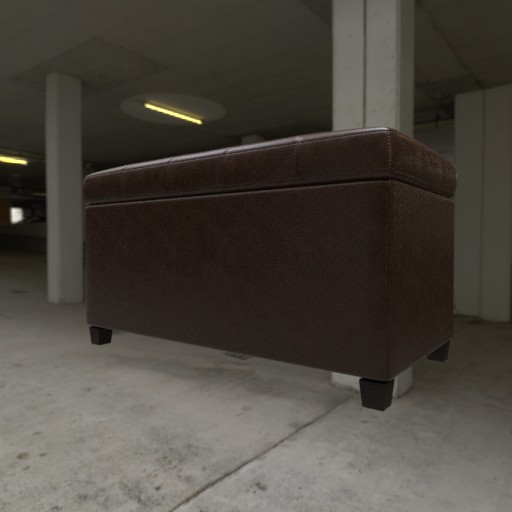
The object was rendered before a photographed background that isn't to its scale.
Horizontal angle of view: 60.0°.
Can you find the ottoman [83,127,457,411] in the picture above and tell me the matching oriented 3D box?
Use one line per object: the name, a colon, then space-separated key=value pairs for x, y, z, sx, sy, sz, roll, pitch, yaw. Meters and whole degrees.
ottoman: x=0.000 y=0.000 z=1.096 sx=0.838 sy=0.470 sz=0.432 roll=1 pitch=2 yaw=37
